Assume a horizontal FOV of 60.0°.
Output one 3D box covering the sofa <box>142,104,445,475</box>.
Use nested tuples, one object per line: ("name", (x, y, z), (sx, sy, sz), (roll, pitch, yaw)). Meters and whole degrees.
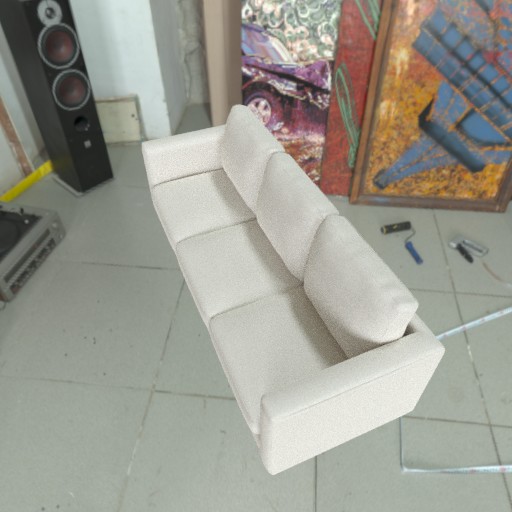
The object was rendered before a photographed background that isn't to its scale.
("sofa", (0.000, 0.000, 2.478), (0.802, 0.912, 2.029), (-17, 48, -16))
